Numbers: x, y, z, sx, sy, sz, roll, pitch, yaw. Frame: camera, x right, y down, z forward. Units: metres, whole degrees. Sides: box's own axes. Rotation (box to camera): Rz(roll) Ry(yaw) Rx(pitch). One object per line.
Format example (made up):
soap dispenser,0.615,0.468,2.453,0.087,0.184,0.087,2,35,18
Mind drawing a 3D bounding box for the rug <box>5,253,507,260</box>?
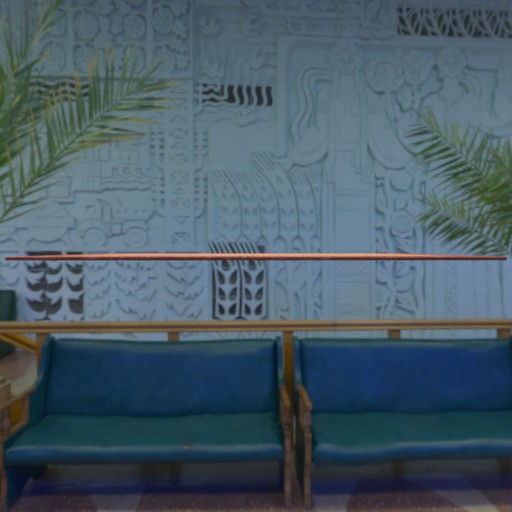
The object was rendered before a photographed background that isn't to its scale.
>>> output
rug,0.000,0.000,2.220,1.829,0.014,1.219,0,1,-1
